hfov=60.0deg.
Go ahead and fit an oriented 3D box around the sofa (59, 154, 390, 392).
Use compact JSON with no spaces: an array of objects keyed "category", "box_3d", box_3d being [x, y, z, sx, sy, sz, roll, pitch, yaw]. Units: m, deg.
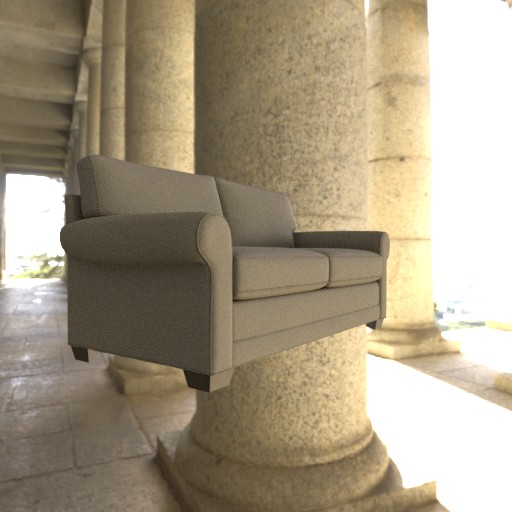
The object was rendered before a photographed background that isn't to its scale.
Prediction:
[{"category":"sofa","box_3d":[0.000,0.000,2.483,0.940,0.952,1.930,0,0,36]}]
